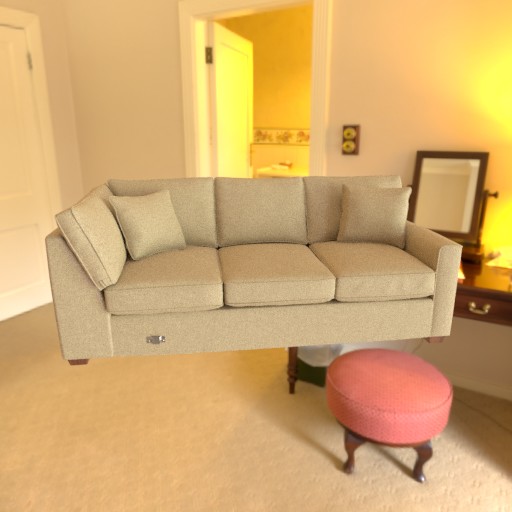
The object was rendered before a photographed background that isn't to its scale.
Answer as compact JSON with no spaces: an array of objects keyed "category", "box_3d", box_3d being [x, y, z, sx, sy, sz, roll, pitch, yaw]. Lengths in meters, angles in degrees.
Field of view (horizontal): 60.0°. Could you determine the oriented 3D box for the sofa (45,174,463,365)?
[{"category":"sofa","box_3d":[0.000,0.000,2.918,2.317,0.962,1.061,-2,17,-7]}]
